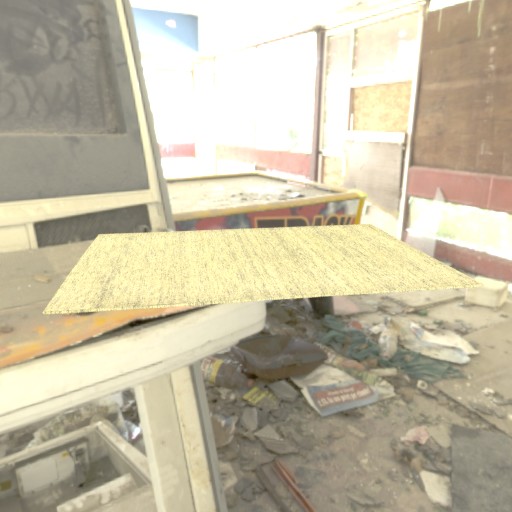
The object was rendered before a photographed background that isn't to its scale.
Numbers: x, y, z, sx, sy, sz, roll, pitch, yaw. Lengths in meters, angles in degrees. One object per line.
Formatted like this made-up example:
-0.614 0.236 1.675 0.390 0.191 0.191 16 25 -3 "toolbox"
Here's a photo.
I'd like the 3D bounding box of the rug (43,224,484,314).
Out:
0.000 0.000 2.934 2.263 0.017 1.523 -3 17 -9 "rug"
